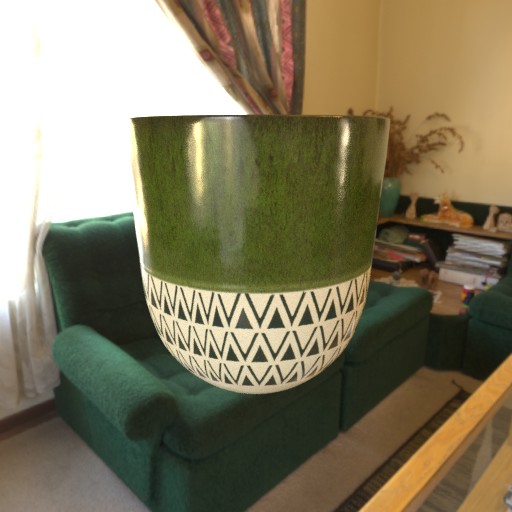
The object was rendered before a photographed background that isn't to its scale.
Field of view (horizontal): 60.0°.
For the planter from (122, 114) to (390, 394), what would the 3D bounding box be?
[{"bbox_3d":[0.000,0.000,0.457,0.245,0.270,0.245,0,16,0],"label":"planter"}]
